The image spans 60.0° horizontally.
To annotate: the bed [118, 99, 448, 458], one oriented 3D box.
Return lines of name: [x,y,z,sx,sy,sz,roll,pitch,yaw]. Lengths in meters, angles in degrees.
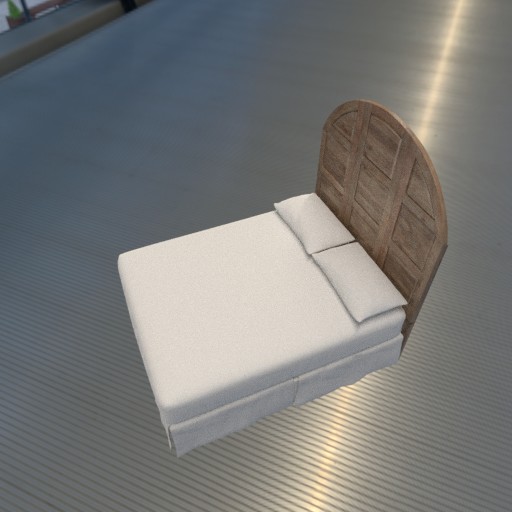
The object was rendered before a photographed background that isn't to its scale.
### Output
bed: [0.000,0.000,3.477,2.112,2.002,1.713,-17,48,-16]
